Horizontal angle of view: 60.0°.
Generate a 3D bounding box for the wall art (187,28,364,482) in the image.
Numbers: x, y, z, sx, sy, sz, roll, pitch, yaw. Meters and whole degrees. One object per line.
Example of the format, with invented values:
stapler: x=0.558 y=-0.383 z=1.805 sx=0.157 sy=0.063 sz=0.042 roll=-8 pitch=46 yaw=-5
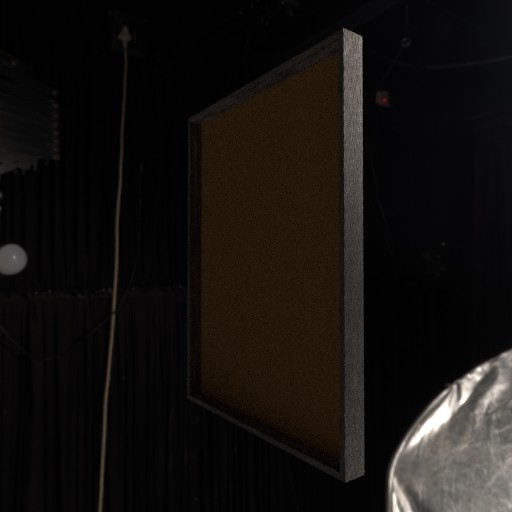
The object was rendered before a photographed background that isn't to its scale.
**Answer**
wall art: x=0.000 y=0.000 z=1.317 sx=0.063 sy=1.016 sz=0.762 roll=1 pitch=-1 yaw=-36
